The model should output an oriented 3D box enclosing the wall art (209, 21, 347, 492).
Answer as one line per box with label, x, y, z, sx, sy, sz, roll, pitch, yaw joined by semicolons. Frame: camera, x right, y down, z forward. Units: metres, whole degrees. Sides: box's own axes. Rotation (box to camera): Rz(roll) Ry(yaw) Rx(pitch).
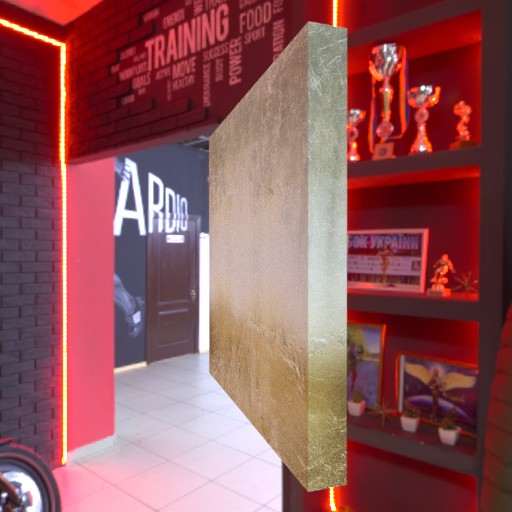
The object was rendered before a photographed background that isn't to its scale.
wall art;0.000;0.000;0.581;0.038;0.407;0.405;0;0;-18
